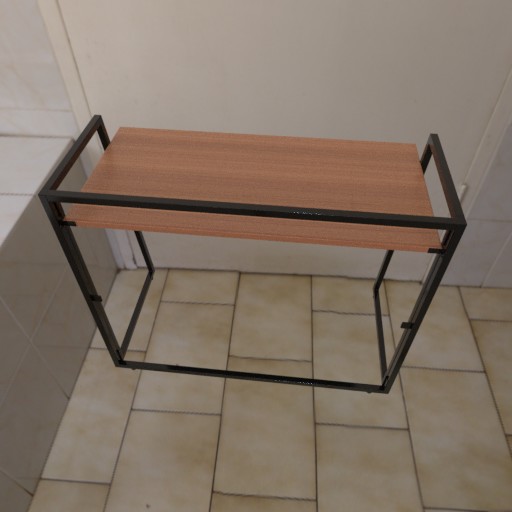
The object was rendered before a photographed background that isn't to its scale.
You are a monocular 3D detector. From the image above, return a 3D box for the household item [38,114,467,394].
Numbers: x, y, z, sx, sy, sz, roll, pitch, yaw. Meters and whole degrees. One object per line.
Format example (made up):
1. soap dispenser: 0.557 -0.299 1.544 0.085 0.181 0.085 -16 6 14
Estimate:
1. household item: 0.000 0.000 1.556 1.050 0.860 0.510 4 47 4
